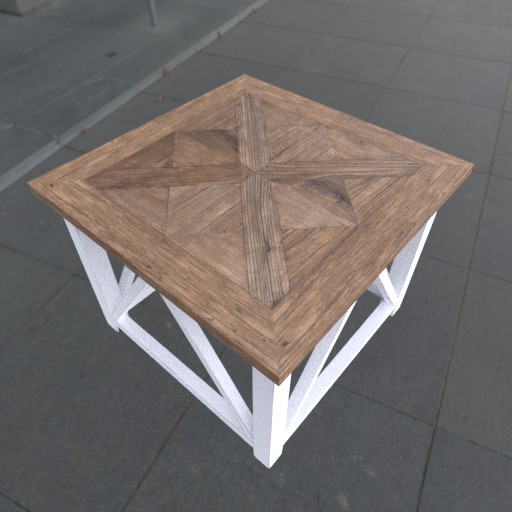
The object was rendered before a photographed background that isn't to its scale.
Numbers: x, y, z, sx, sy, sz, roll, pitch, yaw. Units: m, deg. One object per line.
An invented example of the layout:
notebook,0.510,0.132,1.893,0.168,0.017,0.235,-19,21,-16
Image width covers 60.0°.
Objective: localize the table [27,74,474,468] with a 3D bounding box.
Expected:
table,0.000,0.000,1.171,0.700,0.532,0.700,32,54,27
